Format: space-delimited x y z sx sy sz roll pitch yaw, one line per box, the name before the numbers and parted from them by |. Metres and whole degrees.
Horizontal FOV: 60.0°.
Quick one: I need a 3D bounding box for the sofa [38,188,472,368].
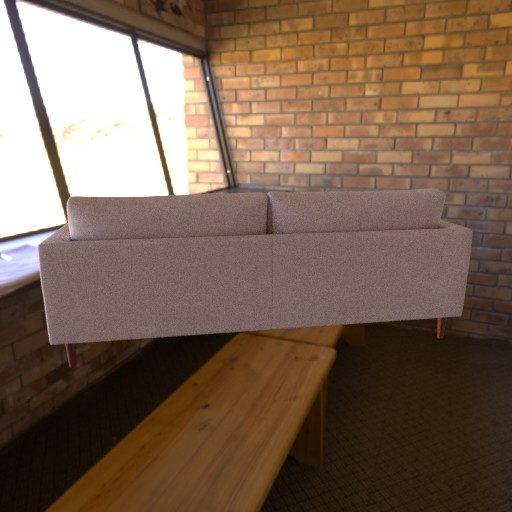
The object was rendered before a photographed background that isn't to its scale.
sofa | 0.000 0.000 2.761 2.250 0.868 1.020 -2 15 -9
